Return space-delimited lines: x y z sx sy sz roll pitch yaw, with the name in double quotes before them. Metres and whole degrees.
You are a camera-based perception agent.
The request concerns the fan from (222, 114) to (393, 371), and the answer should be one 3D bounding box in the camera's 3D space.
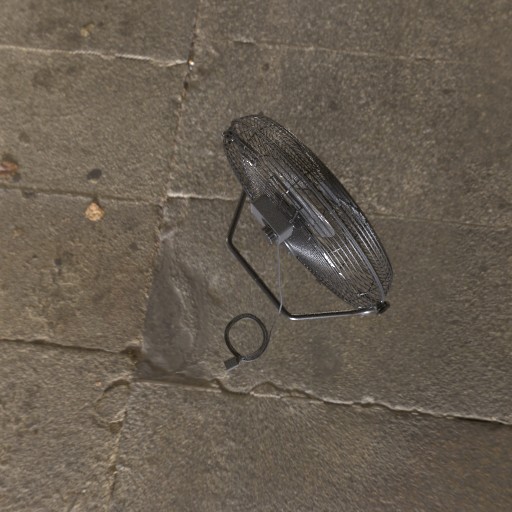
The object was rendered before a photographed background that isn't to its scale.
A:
"fan" 0.000 0.000 1.037 0.470 0.605 0.595 -38 78 -9
